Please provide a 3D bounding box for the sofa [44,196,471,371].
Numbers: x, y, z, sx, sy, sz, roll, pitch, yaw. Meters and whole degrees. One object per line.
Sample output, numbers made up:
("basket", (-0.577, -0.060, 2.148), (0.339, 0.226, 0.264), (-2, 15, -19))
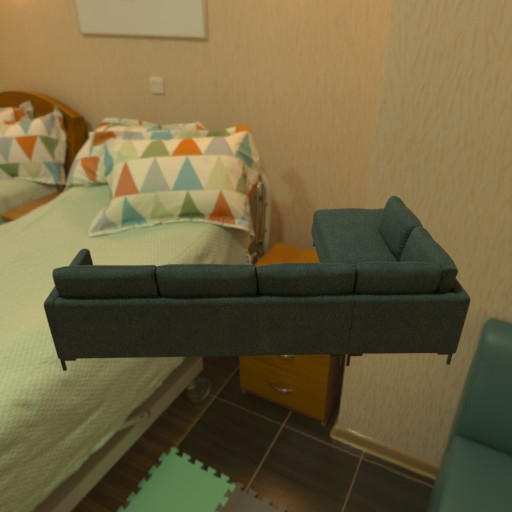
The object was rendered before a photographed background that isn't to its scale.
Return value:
("sofa", (0.000, 0.000, 3.945), (2.949, 0.815, 2.007), (-1, 29, -1))
